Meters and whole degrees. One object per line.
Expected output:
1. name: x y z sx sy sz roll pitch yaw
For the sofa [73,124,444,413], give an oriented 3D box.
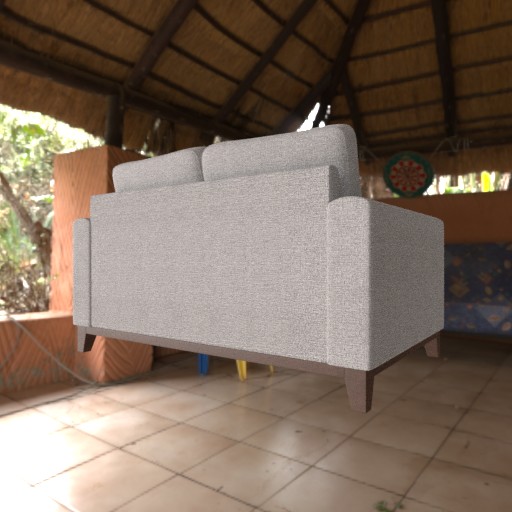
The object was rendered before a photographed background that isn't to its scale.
1. sofa: 0.000 0.000 1.993 1.420 0.873 0.917 0 0 35
